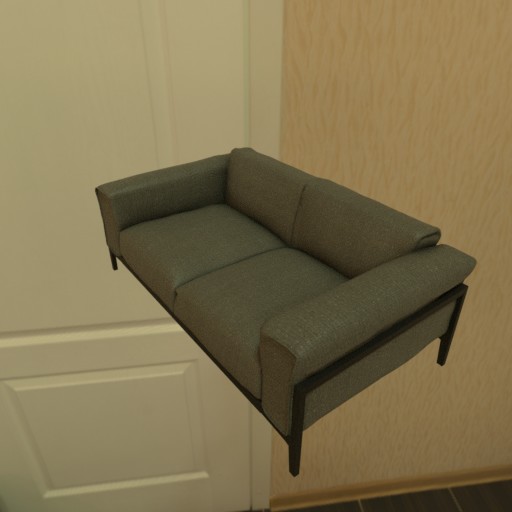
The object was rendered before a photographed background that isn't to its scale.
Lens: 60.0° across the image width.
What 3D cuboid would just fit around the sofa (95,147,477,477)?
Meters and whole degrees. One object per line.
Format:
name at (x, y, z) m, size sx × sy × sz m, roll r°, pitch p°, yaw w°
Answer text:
sofa at (0.000, 0.000, 2.184) m, size 0.960 × 0.656 × 1.690 m, roll -21°, pitch 37°, yaw -31°
